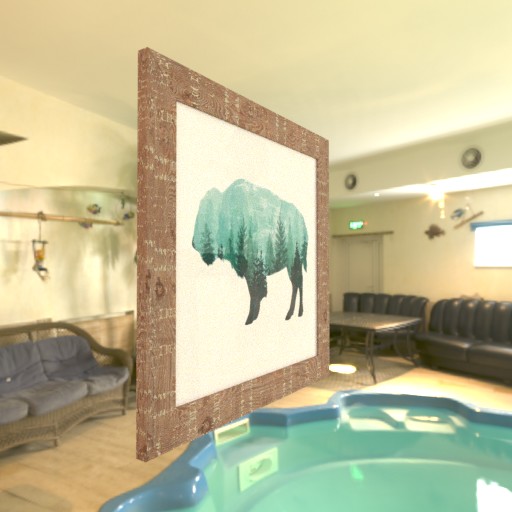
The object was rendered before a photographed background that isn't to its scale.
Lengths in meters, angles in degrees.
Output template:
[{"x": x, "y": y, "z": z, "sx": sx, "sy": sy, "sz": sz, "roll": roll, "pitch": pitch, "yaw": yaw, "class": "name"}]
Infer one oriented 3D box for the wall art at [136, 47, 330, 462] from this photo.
[{"x": 0.000, "y": 0.000, "z": 0.567, "sx": 0.022, "sy": 0.380, "sz": 0.380, "roll": -1, "pitch": -1, "yaw": 35, "class": "wall art"}]
